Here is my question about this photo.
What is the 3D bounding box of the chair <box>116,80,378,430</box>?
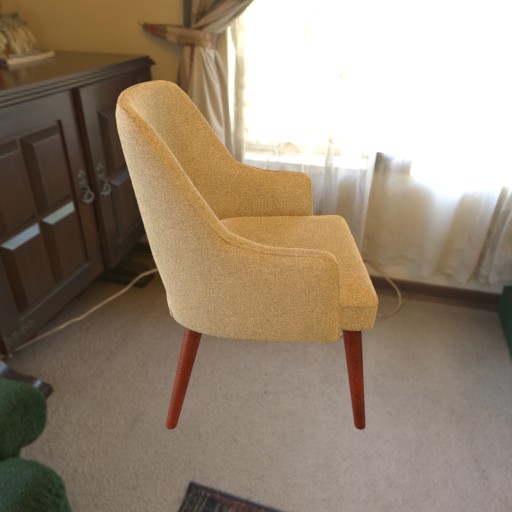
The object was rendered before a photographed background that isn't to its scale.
[{"bbox_3d":[0.000,0.000,1.194,0.605,0.849,0.548,0,30,0],"label":"chair"}]
